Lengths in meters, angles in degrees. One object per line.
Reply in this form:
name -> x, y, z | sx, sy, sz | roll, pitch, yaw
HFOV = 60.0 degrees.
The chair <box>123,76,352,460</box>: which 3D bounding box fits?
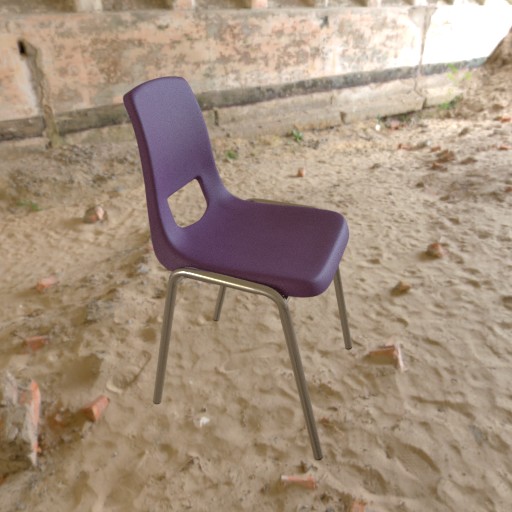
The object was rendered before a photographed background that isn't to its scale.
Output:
chair -> 0.000, 0.000, 0.966 | 0.432, 0.704, 0.381 | 10, 32, 17
